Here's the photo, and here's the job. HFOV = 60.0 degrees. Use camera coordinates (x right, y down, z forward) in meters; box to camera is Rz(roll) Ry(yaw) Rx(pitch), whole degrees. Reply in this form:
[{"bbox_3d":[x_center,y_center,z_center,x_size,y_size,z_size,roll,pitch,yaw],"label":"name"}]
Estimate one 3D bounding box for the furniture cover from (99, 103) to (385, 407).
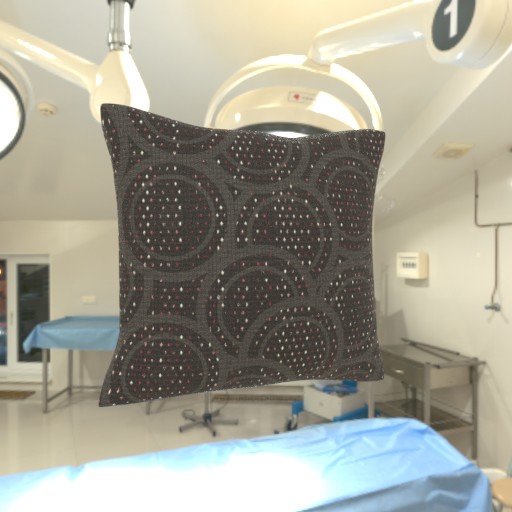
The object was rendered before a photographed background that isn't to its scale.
[{"bbox_3d":[0.000,0.000,0.822,0.552,0.509,0.193,0,0,-18],"label":"furniture cover"}]
